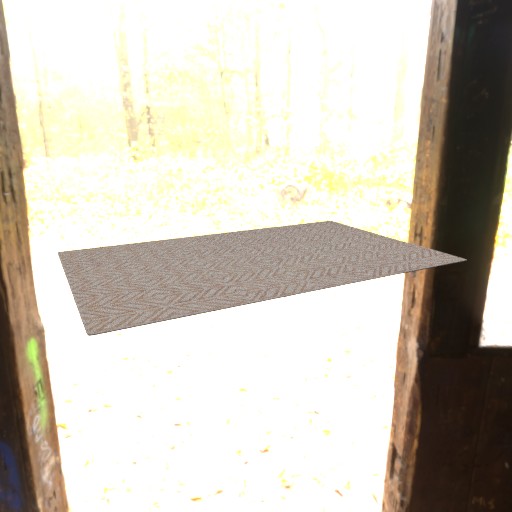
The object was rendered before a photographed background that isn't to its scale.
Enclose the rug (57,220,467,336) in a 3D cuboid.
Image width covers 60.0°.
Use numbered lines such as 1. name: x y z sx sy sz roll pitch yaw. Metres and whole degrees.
1. rug: 0.000 0.000 3.091 2.438 0.008 1.523 -8 18 -27
